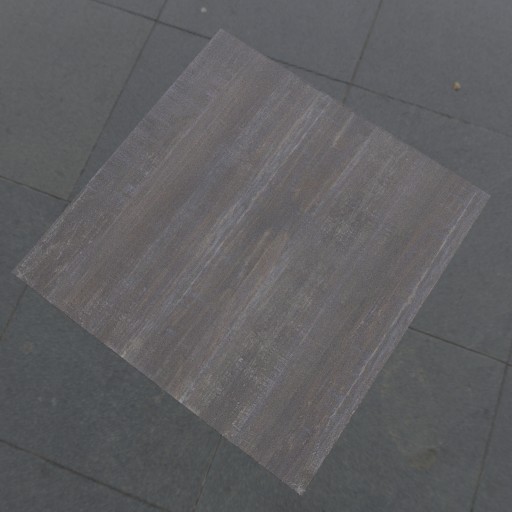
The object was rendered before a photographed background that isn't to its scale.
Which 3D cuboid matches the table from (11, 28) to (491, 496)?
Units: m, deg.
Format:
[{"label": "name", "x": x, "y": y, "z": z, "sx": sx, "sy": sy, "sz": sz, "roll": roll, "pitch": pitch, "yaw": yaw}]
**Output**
[{"label": "table", "x": 0.000, "y": 0.000, "z": 1.092, "sx": 0.696, "sy": 0.400, "sz": 0.696, "roll": 35, "pitch": 79, "yaw": 8}]
